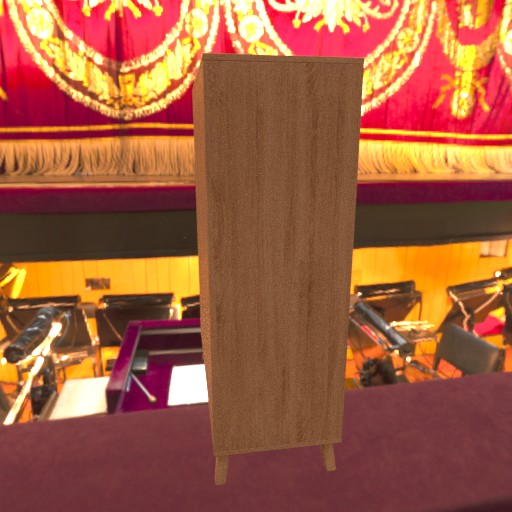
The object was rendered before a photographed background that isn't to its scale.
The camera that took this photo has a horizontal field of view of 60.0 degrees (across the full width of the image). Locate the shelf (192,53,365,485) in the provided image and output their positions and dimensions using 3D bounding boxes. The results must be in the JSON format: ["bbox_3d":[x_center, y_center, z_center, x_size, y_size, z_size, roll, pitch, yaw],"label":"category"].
[{"bbox_3d":[0.000,0.000,1.852,0.450,1.390,1.000,-2,15,-9],"label":"shelf"}]
